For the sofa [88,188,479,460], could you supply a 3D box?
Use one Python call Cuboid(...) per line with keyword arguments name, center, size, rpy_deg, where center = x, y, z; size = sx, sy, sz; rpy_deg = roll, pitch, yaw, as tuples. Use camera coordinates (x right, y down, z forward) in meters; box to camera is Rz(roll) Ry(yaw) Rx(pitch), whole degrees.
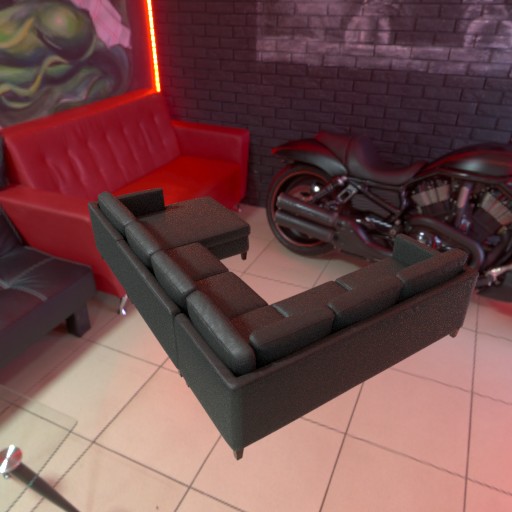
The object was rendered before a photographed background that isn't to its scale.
Cuboid(name="sofa", center=(0.000, 0.000, 4.720), size=(2.593, 0.923, 3.460), rpy_deg=(-18, 35, -28))
